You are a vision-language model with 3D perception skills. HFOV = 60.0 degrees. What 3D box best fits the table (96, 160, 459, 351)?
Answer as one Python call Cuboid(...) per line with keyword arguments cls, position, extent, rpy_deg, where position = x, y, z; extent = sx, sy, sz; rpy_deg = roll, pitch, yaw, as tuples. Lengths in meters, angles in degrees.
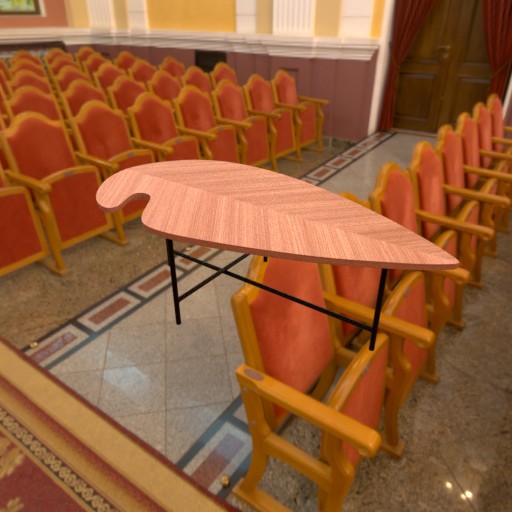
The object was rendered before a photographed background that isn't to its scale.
Cuboid(cls="table", position=(0.000, 0.000, 1.455), extent=(1.199, 0.360, 0.598), rpy_deg=(19, 35, 31))
